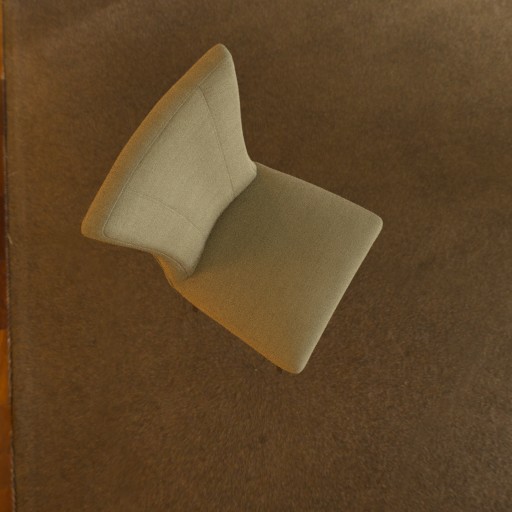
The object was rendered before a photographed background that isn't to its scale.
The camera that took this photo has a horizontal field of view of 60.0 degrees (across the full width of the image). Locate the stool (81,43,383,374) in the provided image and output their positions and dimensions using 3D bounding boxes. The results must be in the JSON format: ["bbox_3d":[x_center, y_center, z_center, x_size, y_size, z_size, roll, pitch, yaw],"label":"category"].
[{"bbox_3d":[0.000,0.000,1.392,0.574,1.086,0.514,30,78,7],"label":"stool"}]
